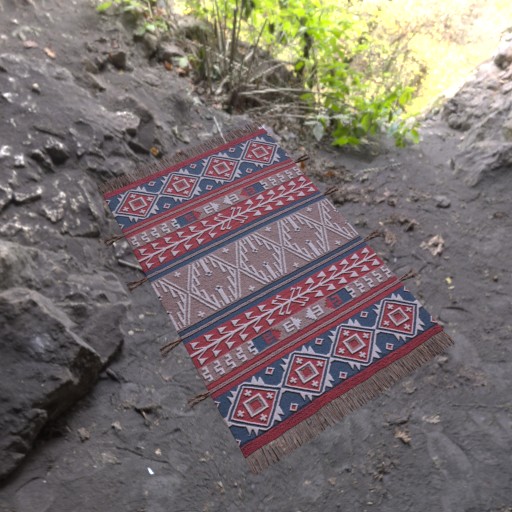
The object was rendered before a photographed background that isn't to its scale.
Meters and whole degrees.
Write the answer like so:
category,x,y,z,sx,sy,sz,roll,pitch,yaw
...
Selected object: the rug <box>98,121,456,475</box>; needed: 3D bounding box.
category,x,y,z,sx,sy,sz,roll,pitch,yaw
rug,0.000,0.000,2.609,1.469,0.040,2.025,-27,61,-16
